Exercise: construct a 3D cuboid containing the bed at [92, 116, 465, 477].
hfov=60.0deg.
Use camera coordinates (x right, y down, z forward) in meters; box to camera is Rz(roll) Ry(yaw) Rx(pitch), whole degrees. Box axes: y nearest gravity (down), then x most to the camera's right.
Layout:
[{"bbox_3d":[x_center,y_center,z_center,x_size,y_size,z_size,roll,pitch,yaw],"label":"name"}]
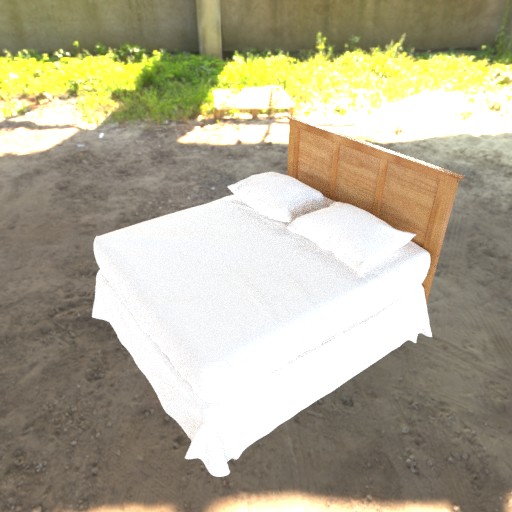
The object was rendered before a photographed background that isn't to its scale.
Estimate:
[{"bbox_3d":[0.000,0.000,3.145,2.035,1.273,1.870,-22,39,-30],"label":"bed"}]
